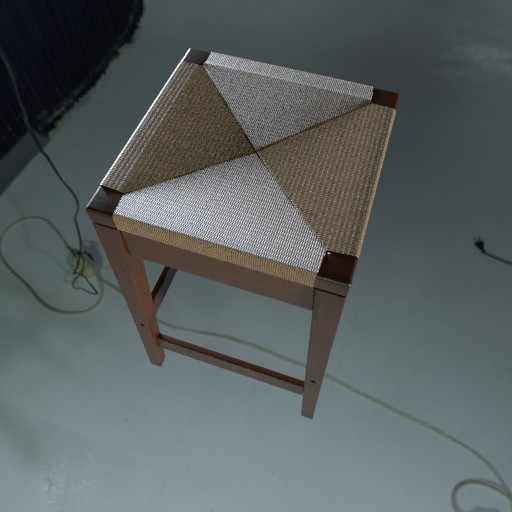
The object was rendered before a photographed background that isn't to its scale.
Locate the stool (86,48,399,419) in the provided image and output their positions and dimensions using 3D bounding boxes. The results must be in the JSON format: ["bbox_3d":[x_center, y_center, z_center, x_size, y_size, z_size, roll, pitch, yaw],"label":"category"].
[{"bbox_3d":[0.000,0.000,1.090,0.507,0.762,0.497,16,61,9],"label":"stool"}]
